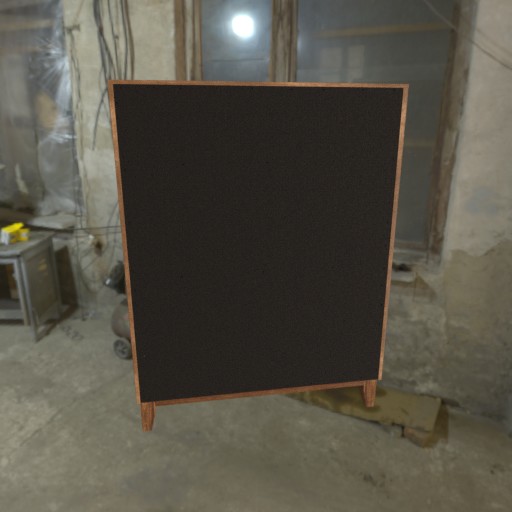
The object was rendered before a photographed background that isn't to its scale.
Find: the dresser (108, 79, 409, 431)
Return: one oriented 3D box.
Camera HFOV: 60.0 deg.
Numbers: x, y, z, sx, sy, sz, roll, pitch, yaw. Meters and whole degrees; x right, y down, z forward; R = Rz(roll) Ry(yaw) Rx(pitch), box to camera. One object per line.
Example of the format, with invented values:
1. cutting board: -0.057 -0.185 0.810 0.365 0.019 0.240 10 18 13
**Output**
1. dresser: 0.000 0.000 1.945 1.062 1.393 0.442 -3 17 -9
